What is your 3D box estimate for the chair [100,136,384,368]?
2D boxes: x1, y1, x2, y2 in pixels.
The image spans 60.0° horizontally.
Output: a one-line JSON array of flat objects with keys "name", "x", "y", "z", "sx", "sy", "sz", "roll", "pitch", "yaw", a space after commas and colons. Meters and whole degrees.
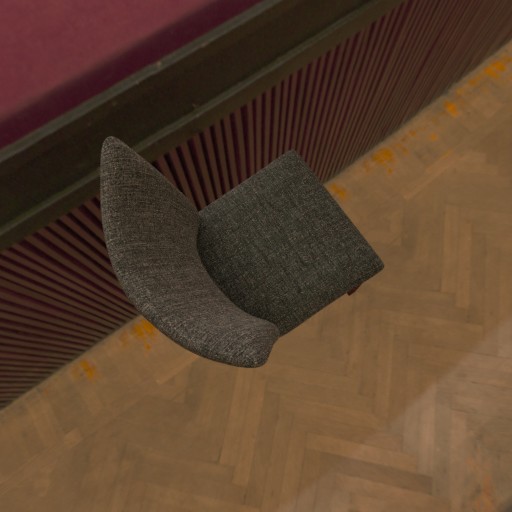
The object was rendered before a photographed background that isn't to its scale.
[{"name": "chair", "x": 0.000, "y": 0.000, "z": 1.282, "sx": 0.623, "sy": 0.924, "sz": 0.535, "roll": -33, "pitch": 78, "yaw": -8}]
